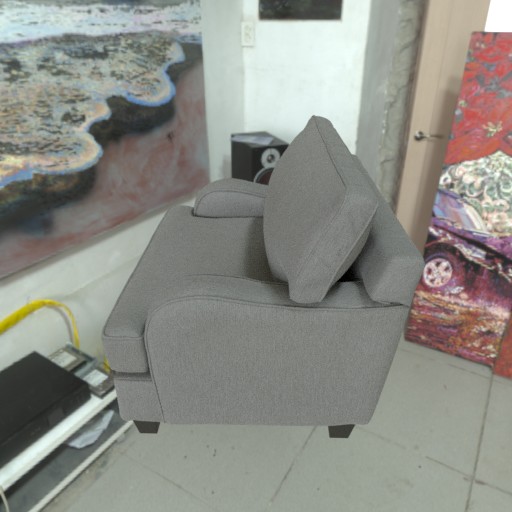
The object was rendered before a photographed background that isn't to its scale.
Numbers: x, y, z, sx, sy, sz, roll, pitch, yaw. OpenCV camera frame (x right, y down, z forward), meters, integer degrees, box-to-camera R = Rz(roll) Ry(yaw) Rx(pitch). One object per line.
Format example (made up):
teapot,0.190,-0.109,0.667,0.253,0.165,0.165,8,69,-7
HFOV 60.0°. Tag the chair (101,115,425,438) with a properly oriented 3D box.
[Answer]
chair,0.000,0.000,1.972,1.041,1.016,1.220,1,28,1
